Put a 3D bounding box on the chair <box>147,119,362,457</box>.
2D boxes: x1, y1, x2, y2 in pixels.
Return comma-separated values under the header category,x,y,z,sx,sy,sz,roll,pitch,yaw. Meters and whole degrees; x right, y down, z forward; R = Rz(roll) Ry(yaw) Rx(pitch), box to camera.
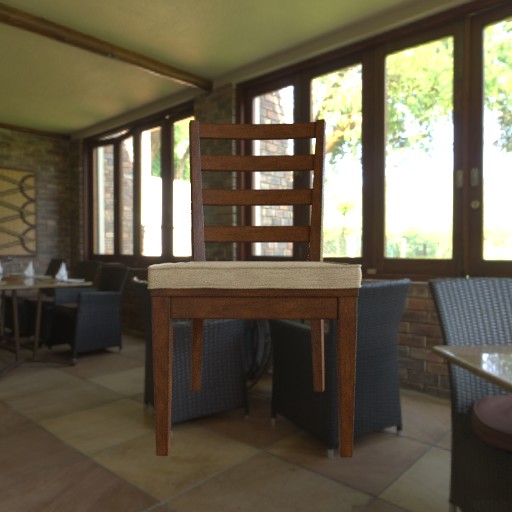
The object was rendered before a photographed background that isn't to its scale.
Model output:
category,x,y,z,sx,sy,sz,roll,pitch,yaw
chair,0.000,0.000,1.359,0.593,0.979,0.595,0,1,1
